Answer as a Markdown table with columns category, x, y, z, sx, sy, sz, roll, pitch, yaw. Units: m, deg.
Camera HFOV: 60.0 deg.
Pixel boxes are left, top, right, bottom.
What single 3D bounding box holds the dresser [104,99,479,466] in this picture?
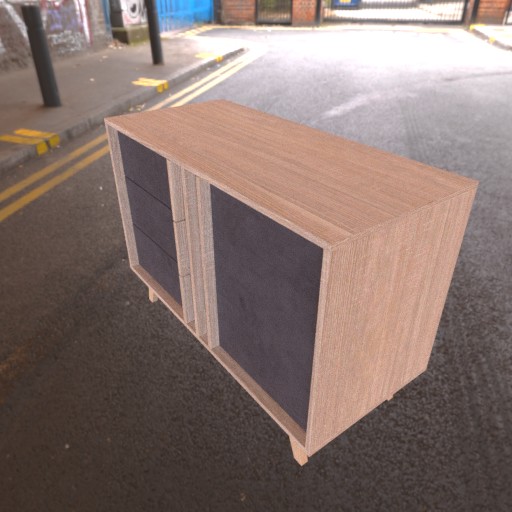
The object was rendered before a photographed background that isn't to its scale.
| category | x | y | z | sx | sy | sz | roll | pitch | yaw |
| --- | --- | --- | --- | --- | --- | --- | --- | --- | --- |
| dresser | 0.000 | 0.000 | 1.514 | 0.500 | 0.780 | 1.110 | -22 | 38 | -31 |
